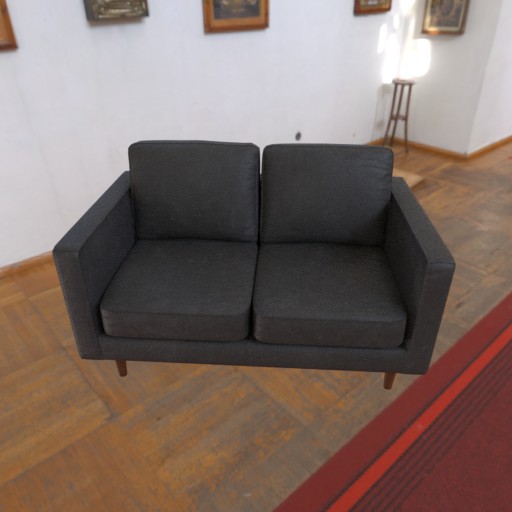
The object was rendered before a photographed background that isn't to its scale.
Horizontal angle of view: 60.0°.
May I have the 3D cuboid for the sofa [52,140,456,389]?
[{"bbox_3d":[0.000,0.000,2.011,1.430,0.899,0.879,2,30,3],"label":"sofa"}]
